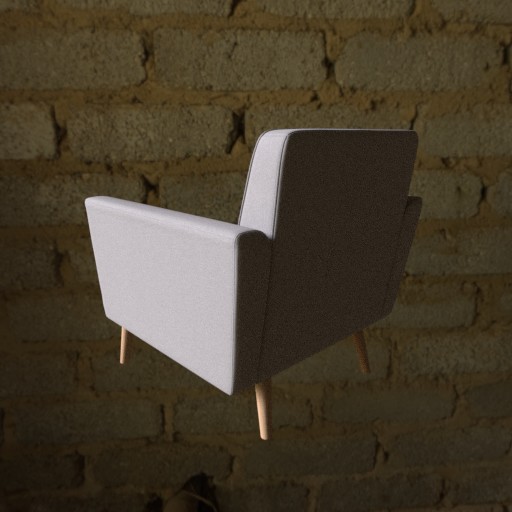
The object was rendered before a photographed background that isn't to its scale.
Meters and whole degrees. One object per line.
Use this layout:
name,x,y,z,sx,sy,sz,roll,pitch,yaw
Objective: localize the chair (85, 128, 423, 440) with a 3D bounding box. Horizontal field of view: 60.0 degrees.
chair,0.000,0.000,1.416,0.780,0.780,0.750,-14,21,-42
